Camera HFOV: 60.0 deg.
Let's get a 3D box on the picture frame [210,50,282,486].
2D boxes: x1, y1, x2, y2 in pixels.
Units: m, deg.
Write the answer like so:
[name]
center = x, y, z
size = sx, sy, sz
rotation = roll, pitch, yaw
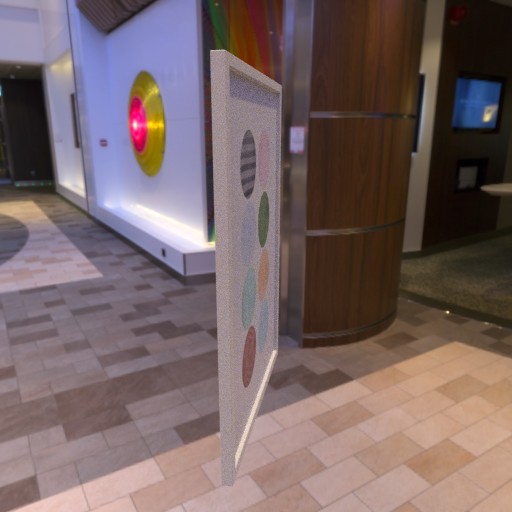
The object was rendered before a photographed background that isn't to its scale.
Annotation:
[picture frame]
center = 0.000, 0.000, 0.566
size = 0.013, 0.434, 0.305
rotation = 3, 16, 11
